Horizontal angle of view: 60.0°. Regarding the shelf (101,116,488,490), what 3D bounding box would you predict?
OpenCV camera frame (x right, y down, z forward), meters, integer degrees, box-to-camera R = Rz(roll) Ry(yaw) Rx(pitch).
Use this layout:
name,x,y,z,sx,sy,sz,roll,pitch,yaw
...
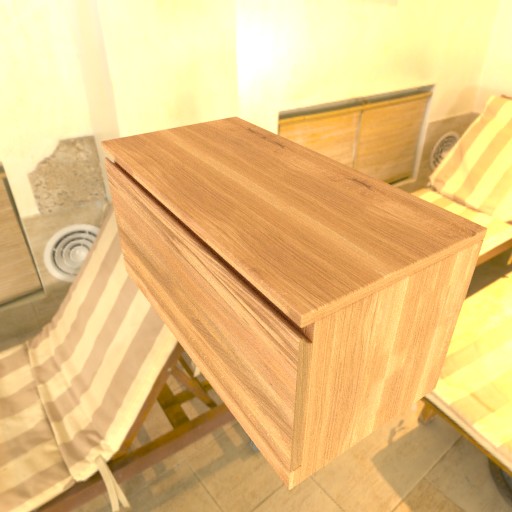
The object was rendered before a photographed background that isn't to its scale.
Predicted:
name,x,y,z,sx,sy,sz,roll,pitch,yaw
shelf,0.000,0.000,1.035,0.400,0.400,0.800,-20,38,-28
